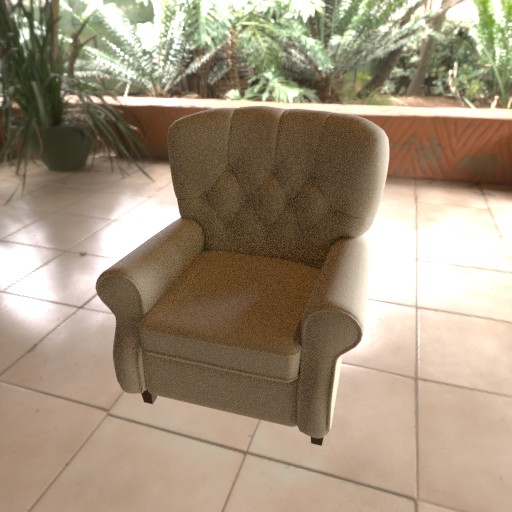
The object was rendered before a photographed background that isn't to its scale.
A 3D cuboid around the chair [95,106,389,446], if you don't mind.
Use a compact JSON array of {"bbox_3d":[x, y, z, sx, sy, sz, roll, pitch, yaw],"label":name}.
[{"bbox_3d":[0.000,0.000,2.002,1.035,1.169,1.132,8,28,15],"label":"chair"}]
